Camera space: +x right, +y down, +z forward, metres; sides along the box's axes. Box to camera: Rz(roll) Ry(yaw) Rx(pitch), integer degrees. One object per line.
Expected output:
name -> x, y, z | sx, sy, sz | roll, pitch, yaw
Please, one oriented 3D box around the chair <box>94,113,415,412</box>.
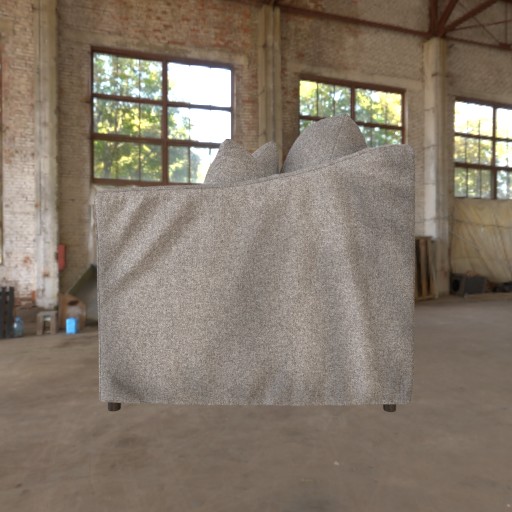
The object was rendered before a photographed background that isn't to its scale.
chair -> 0.000, 0.000, 2.023 | 1.071, 1.059, 1.194 | 0, 1, 0
